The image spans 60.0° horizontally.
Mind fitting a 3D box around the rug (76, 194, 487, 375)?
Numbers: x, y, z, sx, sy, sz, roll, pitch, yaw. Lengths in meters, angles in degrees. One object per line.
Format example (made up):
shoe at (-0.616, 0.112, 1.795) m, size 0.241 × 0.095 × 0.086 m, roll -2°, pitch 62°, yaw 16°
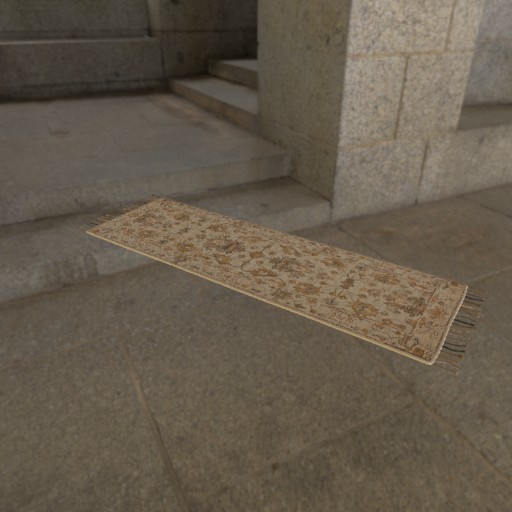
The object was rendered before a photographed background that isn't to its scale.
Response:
rug at (0.000, 0.000, 2.637) m, size 2.438 × 0.021 × 0.729 m, roll 18°, pitch 34°, yaw 29°
